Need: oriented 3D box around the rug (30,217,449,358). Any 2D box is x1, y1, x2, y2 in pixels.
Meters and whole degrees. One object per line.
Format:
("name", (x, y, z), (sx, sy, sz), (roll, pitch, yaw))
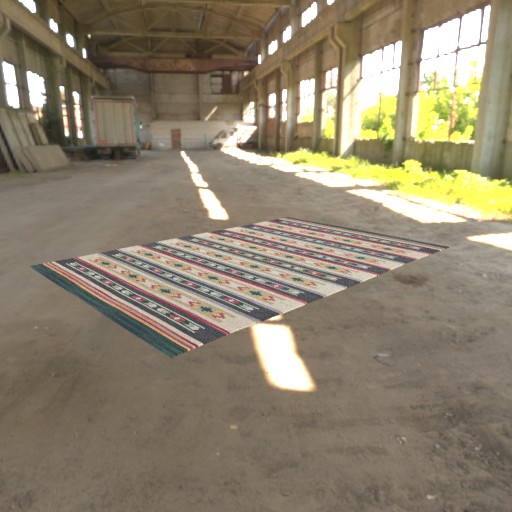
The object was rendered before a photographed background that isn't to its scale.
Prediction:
("rug", (0.000, 0.000, 2.293), (1.825, 0.009, 1.221), (-14, 21, -41))
